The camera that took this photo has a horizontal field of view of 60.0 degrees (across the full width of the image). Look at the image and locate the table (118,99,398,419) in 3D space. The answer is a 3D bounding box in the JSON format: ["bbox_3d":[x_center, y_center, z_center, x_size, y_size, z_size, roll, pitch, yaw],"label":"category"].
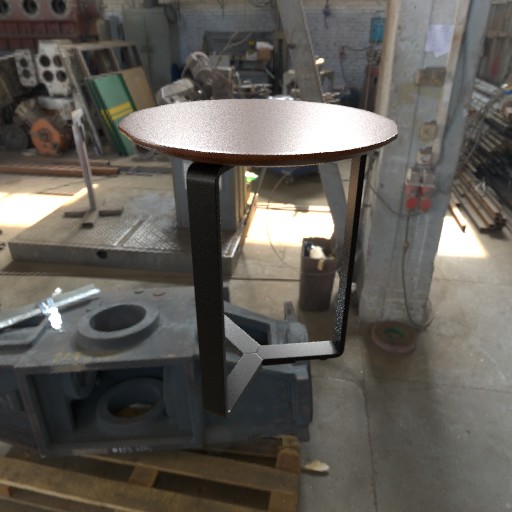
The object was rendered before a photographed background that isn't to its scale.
[{"bbox_3d":[0.000,0.000,0.750,0.380,0.450,0.410,-19,33,-32],"label":"table"}]
